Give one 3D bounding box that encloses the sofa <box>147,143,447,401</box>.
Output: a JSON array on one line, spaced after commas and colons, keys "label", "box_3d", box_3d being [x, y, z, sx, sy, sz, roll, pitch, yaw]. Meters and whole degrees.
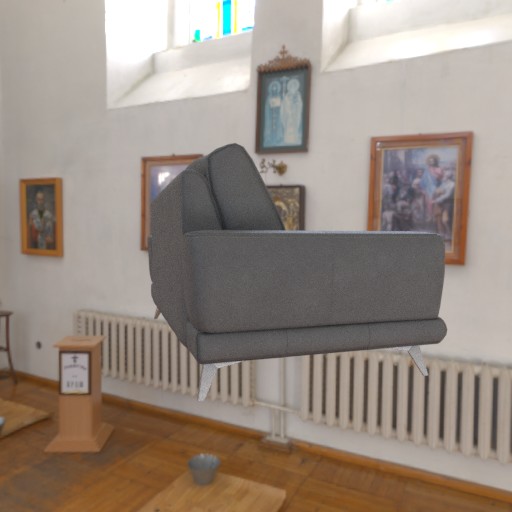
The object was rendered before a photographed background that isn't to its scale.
[{"label": "sofa", "box_3d": [0.000, 0.000, 2.388, 1.018, 0.907, 1.806, -1, 2, -18]}]
